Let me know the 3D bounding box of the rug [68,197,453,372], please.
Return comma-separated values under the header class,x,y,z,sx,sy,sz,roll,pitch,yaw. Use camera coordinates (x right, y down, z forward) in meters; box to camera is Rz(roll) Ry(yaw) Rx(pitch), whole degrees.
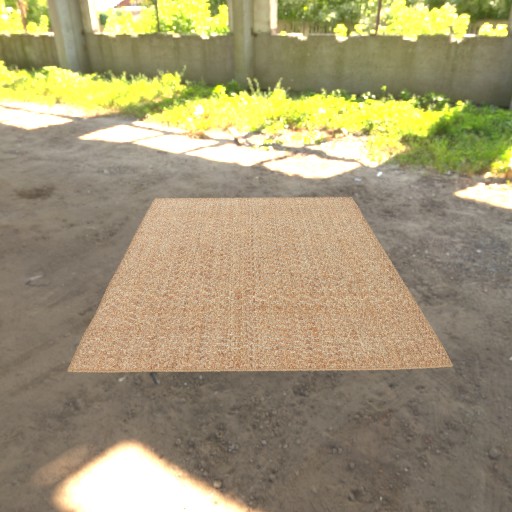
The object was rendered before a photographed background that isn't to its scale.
class,x,y,z,sx,sy,sz,roll,pitch,yaw
rug,0.000,0.000,4.086,2.439,0.013,3.048,-1,28,-1
